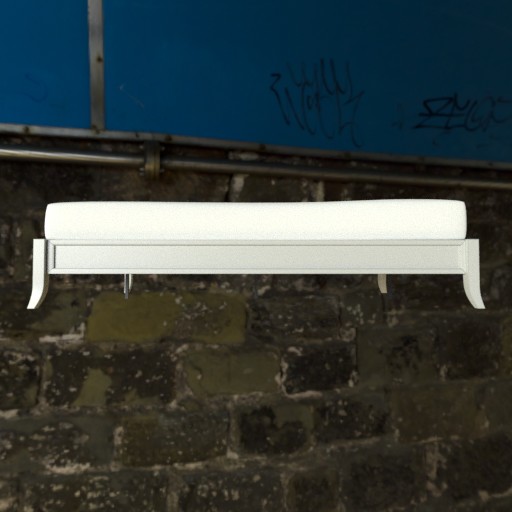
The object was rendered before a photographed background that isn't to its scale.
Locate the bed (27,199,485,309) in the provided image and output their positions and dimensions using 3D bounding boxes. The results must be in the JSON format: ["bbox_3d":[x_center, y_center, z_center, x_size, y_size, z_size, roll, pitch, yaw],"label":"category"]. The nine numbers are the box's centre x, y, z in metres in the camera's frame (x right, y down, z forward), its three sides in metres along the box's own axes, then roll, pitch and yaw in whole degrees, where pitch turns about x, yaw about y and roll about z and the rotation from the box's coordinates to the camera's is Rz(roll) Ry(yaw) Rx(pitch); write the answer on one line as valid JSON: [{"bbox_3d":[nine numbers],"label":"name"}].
[{"bbox_3d":[0.000,0.000,2.656,1.985,0.510,1.460,0,-2,0],"label":"bed"}]
